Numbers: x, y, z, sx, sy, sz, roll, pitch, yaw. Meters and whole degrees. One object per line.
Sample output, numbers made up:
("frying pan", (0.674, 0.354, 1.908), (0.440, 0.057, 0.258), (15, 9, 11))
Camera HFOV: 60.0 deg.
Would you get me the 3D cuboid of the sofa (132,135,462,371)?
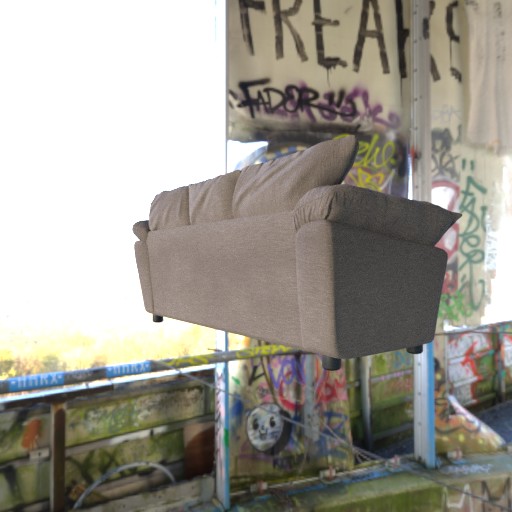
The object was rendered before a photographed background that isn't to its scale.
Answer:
("sofa", (0.000, 0.000, 2.946), (0.927, 1.043, 2.390), (1, -1, -36))
